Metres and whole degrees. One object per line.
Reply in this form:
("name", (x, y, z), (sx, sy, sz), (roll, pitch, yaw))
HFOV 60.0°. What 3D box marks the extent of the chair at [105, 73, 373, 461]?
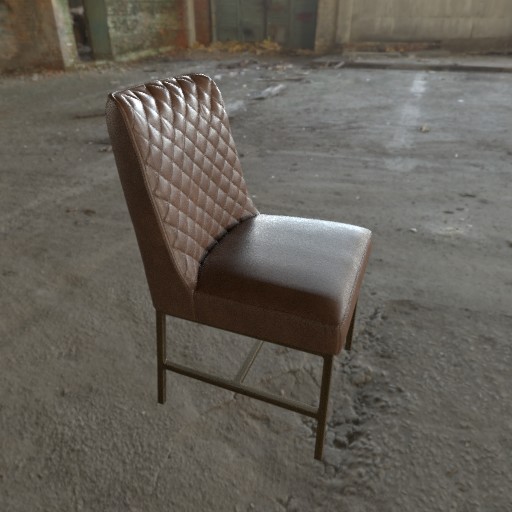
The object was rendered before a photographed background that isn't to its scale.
("chair", (0.000, 0.000, 1.232), (0.587, 0.889, 0.508), (10, 31, 17))
